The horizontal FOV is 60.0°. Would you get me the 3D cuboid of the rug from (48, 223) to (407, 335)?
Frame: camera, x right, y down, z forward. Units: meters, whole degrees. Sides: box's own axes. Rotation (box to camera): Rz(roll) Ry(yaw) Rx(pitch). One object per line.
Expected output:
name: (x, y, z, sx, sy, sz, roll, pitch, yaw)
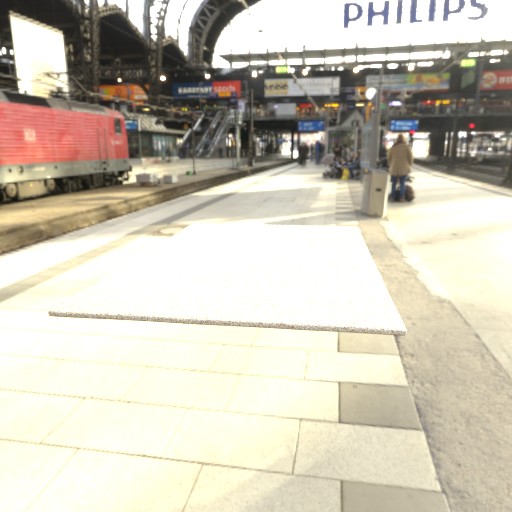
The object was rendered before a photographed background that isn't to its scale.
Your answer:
rug: (0.000, 0.000, 3.457, 1.778, 0.030, 2.743, 2, 14, 8)
